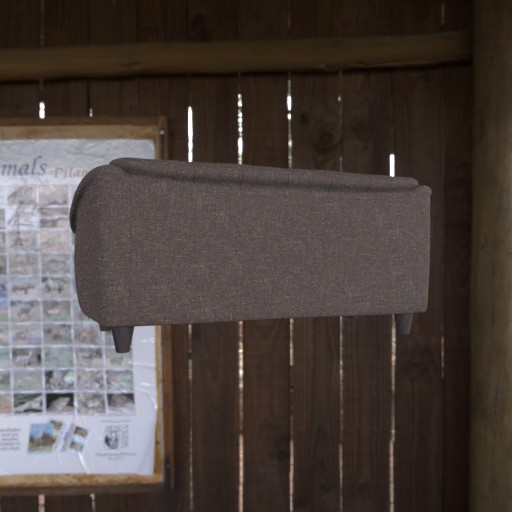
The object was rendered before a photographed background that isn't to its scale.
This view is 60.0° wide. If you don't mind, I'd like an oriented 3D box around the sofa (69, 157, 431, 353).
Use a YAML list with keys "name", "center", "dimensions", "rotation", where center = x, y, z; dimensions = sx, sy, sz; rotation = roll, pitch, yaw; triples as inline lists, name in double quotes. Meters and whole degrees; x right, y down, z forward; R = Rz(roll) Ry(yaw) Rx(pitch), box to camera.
- name: "sofa"
  center: [0.000, 0.000, 2.335]
  dimensions: [1.849, 0.790, 0.887]
  rotation: [0, 0, -19]
